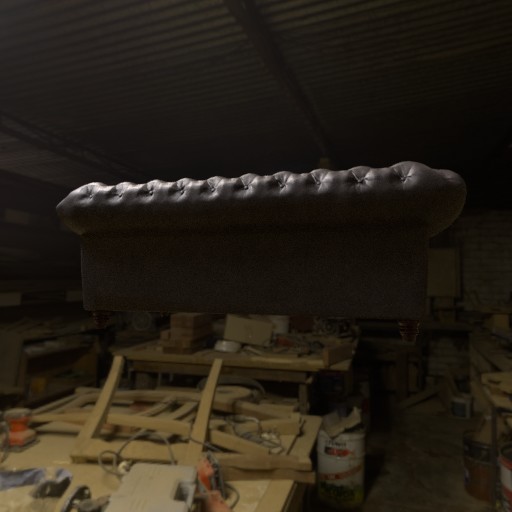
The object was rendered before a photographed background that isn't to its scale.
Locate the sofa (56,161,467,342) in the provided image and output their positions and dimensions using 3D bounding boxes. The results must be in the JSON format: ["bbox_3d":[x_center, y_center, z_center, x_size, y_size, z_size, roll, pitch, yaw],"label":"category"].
[{"bbox_3d":[0.000,0.000,2.456,2.048,0.779,0.944,-1,-2,17],"label":"sofa"}]
